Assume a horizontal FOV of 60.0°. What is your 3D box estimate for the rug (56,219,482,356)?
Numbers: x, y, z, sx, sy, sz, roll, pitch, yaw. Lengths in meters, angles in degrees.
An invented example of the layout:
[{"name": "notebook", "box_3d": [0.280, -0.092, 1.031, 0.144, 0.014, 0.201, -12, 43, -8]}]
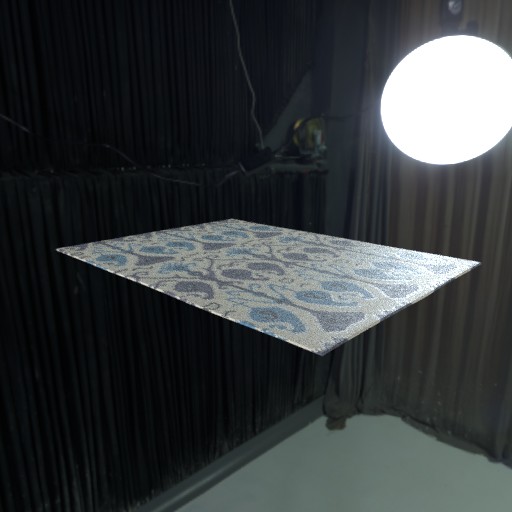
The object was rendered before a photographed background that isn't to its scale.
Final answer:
[{"name": "rug", "box_3d": [0.000, 0.000, 2.905, 2.261, 0.013, 1.676, 14, 20, 42]}]
